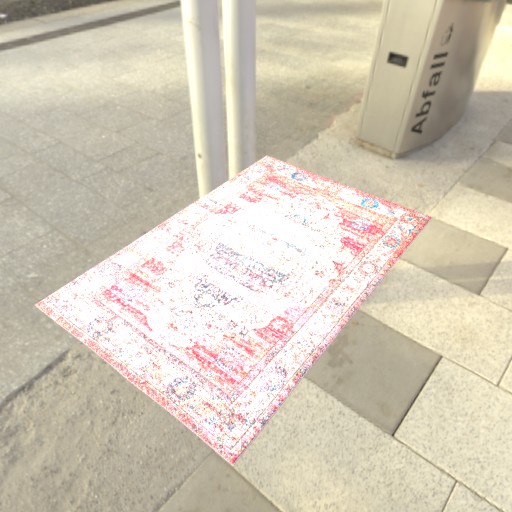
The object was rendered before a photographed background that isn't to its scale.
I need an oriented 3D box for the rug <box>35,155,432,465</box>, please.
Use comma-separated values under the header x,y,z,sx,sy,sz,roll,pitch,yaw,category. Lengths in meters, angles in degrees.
x,y,z,sx,sy,sz,roll,pitch,yaw,category
0.000,0.000,2.348,1.219,0.006,1.829,27,48,27,rug
